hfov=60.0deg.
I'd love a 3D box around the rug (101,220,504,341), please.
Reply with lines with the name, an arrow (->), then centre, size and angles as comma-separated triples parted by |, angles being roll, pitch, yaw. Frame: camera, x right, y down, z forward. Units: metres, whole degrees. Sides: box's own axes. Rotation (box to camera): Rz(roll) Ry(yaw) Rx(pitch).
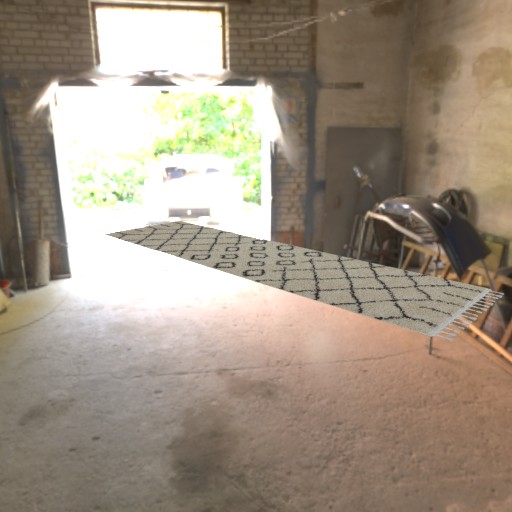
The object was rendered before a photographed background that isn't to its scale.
rug -> 0.000, 0.000, 2.570 | 2.464, 0.005, 0.660 | 14, 21, 41
